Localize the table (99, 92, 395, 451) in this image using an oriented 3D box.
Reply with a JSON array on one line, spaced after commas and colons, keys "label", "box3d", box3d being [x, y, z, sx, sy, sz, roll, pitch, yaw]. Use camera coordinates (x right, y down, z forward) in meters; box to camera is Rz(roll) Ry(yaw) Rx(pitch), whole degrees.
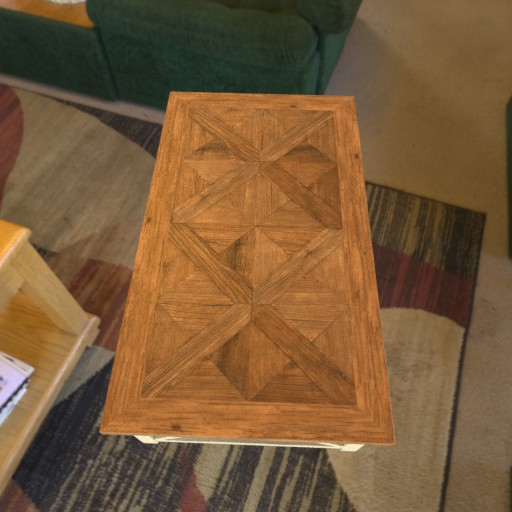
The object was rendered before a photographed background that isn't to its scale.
[{"label": "table", "box3d": [0.000, 0.000, 1.733, 0.800, 0.410, 1.400, 2, 59, 1]}]
